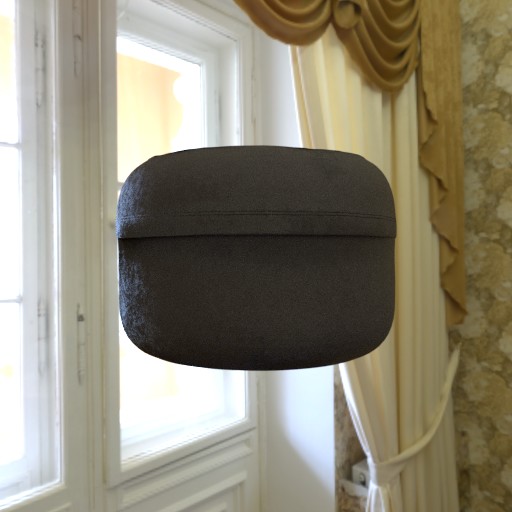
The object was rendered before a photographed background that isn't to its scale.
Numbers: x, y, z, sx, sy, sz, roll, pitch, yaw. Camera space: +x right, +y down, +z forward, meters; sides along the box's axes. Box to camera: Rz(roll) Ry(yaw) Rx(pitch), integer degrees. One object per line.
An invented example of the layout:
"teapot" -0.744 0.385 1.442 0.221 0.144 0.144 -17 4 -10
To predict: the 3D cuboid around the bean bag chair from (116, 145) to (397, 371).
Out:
"bean bag chair" 0.000 0.000 1.512 0.918 0.605 0.918 0 1 0
